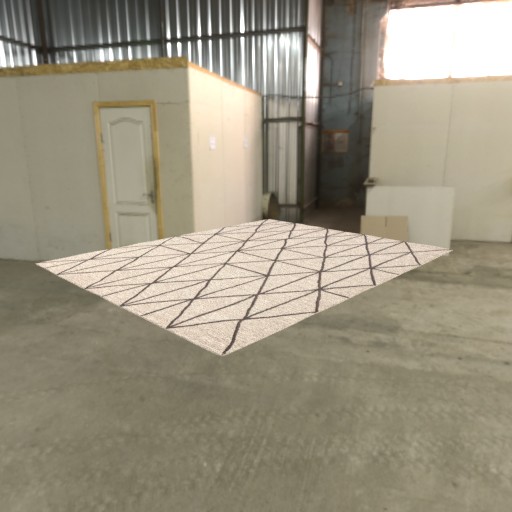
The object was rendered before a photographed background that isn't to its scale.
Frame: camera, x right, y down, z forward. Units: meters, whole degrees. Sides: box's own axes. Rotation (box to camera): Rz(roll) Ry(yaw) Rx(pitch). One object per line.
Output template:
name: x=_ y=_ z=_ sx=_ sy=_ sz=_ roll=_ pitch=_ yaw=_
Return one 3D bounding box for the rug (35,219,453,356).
rug: x=0.000 y=0.000 z=4.113 sx=2.468 sy=0.022 sz=3.061 roll=14 pitch=20 yaw=42
